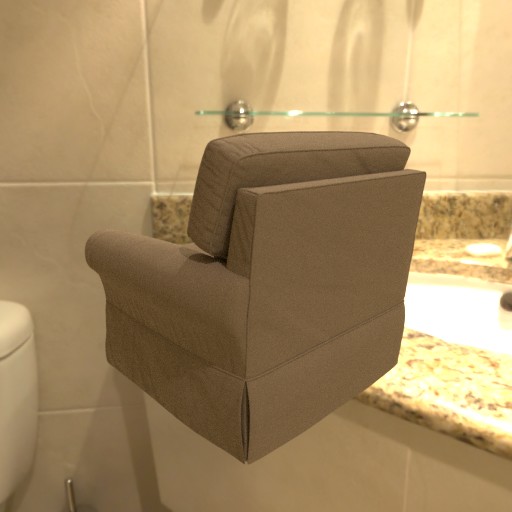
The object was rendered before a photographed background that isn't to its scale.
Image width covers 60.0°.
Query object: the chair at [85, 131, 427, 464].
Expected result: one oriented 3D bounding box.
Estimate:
[{"bbox_3d":[0.000,0.000,1.875,1.135,1.017,0.988,-15,21,-42],"label":"chair"}]
